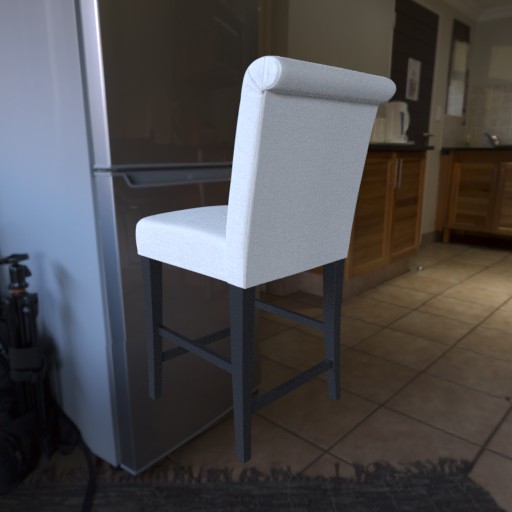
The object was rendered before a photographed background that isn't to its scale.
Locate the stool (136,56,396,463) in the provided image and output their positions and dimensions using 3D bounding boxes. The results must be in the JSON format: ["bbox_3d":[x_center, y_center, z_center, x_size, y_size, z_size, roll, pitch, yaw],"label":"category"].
[{"bbox_3d":[0.000,0.000,1.305,0.452,0.976,0.597,-14,20,-43],"label":"stool"}]
